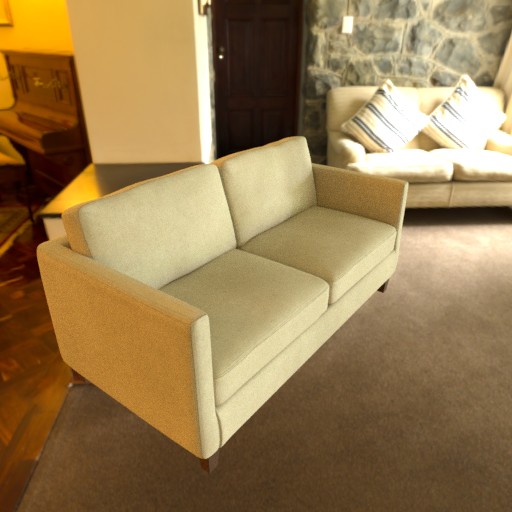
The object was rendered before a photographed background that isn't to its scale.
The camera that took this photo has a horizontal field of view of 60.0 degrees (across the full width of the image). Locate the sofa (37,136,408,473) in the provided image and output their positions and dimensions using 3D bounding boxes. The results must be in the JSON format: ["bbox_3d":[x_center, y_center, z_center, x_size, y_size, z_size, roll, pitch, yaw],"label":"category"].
[{"bbox_3d":[0.000,0.000,2.340,0.950,0.940,1.846,19,32,33],"label":"sofa"}]
